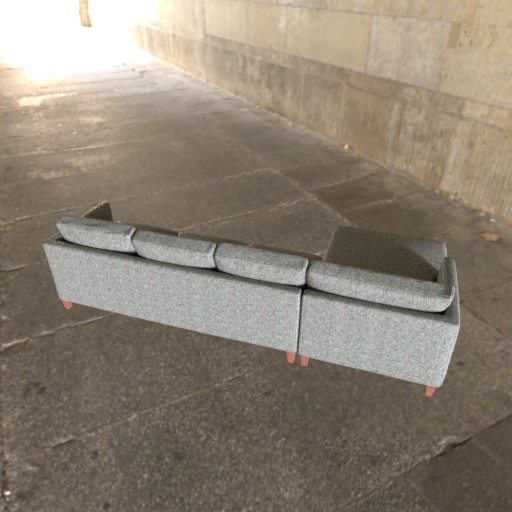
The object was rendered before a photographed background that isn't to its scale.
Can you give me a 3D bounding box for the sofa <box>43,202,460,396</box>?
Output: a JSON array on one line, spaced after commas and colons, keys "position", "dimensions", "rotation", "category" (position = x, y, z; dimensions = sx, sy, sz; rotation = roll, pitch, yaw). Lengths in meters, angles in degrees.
[{"position": [0.000, 0.000, 4.215], "dimensions": [3.485, 0.960, 1.635], "rotation": [10, 34, 16], "category": "sofa"}]
